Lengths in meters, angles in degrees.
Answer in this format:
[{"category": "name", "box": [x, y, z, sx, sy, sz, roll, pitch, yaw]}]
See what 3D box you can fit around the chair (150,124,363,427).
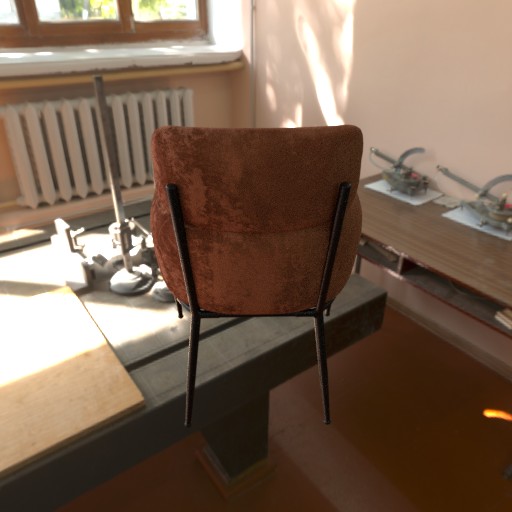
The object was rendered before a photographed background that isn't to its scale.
[{"category": "chair", "box": [0.000, 0.000, 1.171, 0.561, 0.772, 0.523, -1, 29, -1]}]
